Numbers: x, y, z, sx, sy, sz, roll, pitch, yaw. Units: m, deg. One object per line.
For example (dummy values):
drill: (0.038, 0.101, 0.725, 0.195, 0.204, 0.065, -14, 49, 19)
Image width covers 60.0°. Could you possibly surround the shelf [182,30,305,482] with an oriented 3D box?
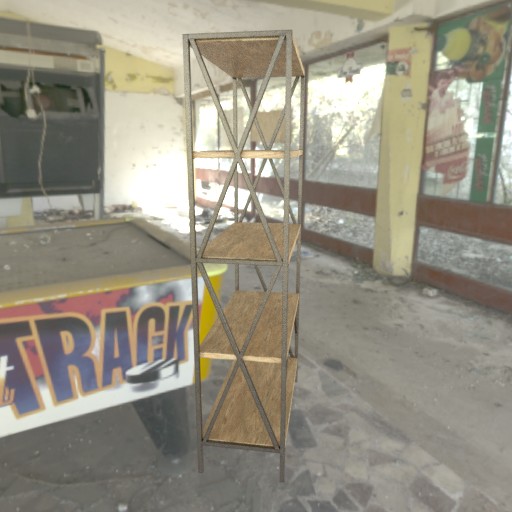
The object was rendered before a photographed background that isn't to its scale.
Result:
shelf: (0.000, 0.000, 2.163, 0.386, 1.803, 0.874, 2, 14, 9)
